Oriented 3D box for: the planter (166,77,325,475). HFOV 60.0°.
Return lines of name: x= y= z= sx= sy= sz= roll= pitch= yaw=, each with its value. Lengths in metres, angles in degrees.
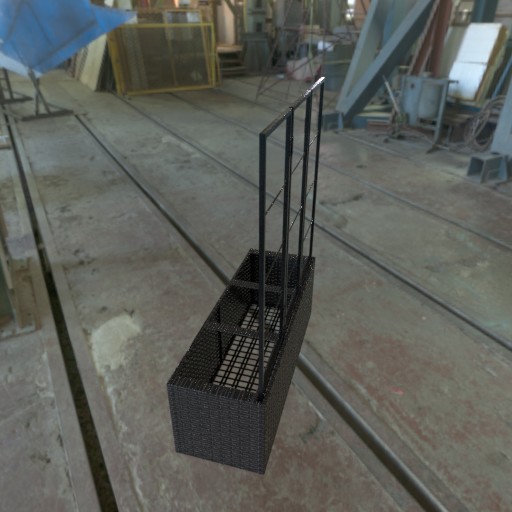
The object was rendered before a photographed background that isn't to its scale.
planter: x=0.000 y=0.000 z=1.217 sx=0.244 sy=0.841 sz=0.699 roll=8 pitch=30 yaw=14
